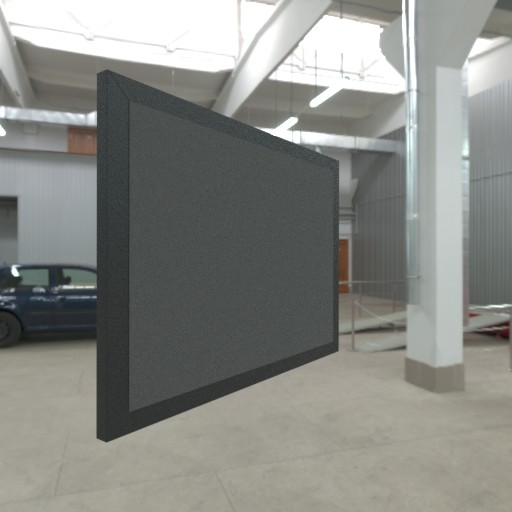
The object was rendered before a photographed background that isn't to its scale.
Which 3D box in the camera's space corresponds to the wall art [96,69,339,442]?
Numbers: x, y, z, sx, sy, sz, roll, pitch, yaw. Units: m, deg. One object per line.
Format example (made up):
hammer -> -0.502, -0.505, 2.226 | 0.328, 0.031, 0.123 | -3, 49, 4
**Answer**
wall art -> 0.000, 0.000, 0.541 | 0.016, 0.306, 0.432 | 0, 0, 36
